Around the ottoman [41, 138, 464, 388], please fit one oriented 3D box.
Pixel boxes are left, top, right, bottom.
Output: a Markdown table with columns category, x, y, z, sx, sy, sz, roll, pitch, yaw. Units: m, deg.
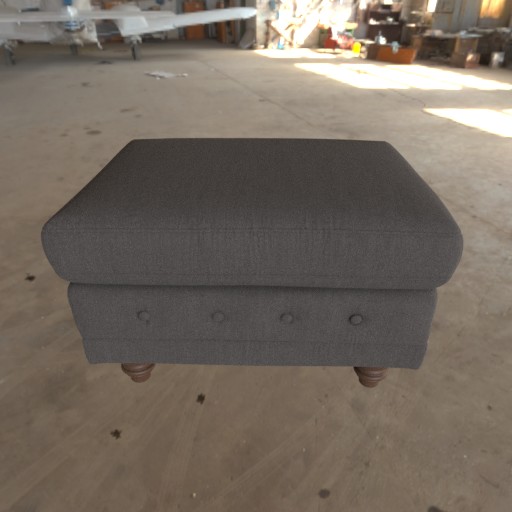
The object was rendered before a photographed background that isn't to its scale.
| category | x | y | z | sx | sy | sz | roll | pitch | yaw |
| --- | --- | --- | --- | --- | --- | --- | --- | --- | --- |
| ottoman | 0.000 | 0.000 | 1.120 | 0.771 | 0.500 | 0.569 | 1 | 30 | 1 |
